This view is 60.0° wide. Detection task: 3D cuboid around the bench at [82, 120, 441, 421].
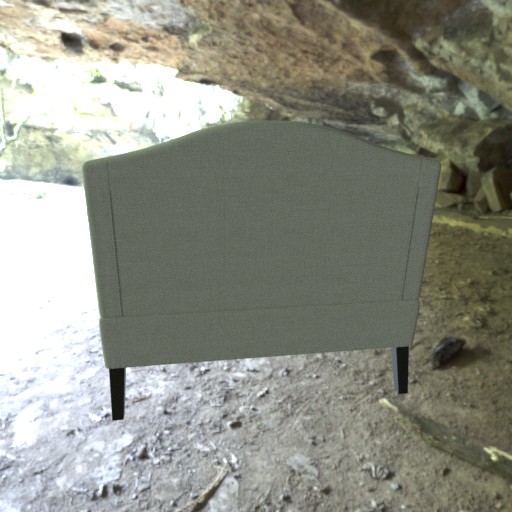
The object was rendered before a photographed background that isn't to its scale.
[{"bbox_3d":[0.000,0.000,2.074,1.335,1.180,0.815,-2,15,-9],"label":"bench"}]
